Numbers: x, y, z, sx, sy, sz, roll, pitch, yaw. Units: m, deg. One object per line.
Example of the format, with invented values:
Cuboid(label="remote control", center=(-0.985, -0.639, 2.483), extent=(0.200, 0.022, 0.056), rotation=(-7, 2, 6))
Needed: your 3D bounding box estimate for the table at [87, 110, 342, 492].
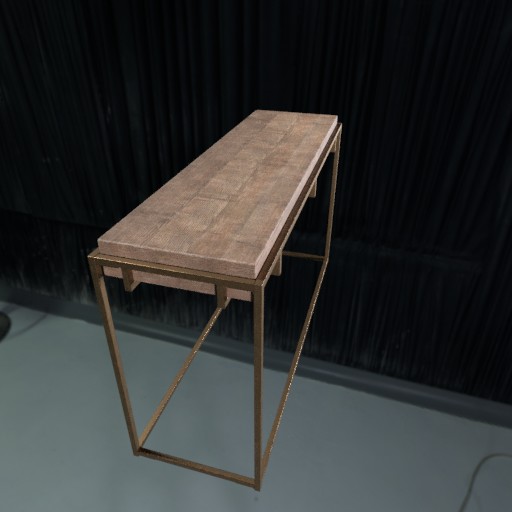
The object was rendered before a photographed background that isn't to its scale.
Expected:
Cuboid(label="table", center=(0.000, 0.000, 1.788), extent=(0.440, 0.820, 1.400), rotation=(9, 33, 14))
